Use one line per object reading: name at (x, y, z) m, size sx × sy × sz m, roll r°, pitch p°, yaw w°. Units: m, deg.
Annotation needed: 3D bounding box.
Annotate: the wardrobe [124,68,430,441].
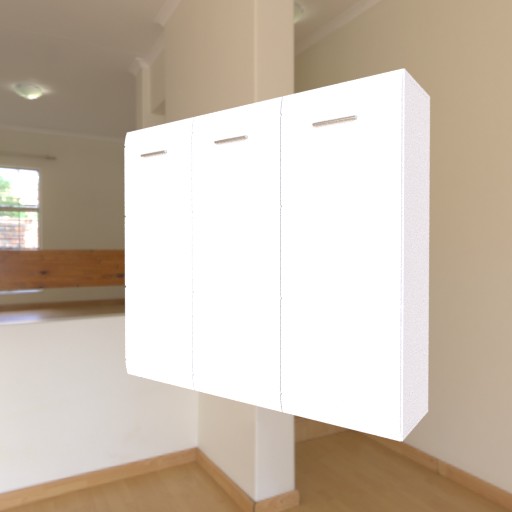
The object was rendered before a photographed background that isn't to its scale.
wardrobe at (0.000, 0.000, 1.907) m, size 1.340 × 1.200 × 0.360 m, roll 1°, pitch 1°, yaw 35°
